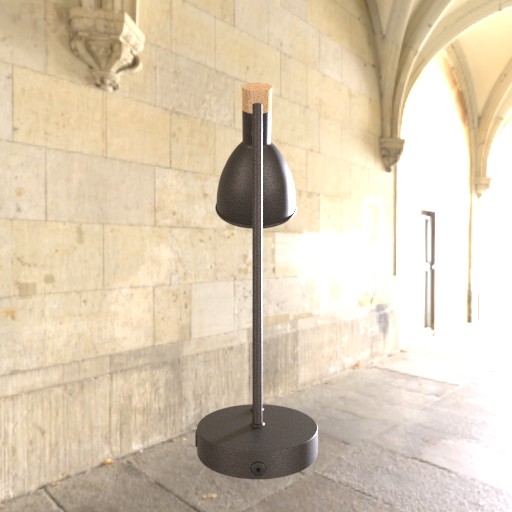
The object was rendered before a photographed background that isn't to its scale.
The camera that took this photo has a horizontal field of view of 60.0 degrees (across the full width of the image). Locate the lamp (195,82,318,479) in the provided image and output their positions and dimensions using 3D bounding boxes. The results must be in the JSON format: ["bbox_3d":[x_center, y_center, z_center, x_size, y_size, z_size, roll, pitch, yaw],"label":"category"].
[{"bbox_3d":[0.000,0.000,0.619,0.152,0.483,0.287,0,1,-1],"label":"lamp"}]
